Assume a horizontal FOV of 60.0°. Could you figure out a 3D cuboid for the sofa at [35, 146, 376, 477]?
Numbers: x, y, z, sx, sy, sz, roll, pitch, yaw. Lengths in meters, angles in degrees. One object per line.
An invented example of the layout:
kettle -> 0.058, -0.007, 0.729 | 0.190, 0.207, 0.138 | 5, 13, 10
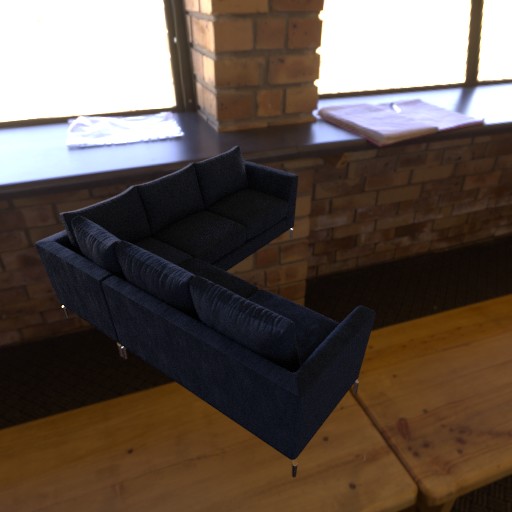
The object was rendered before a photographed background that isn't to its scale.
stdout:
sofa -> 0.000, 0.000, 3.758 | 2.472, 0.988, 2.463 | 22, 38, 31
